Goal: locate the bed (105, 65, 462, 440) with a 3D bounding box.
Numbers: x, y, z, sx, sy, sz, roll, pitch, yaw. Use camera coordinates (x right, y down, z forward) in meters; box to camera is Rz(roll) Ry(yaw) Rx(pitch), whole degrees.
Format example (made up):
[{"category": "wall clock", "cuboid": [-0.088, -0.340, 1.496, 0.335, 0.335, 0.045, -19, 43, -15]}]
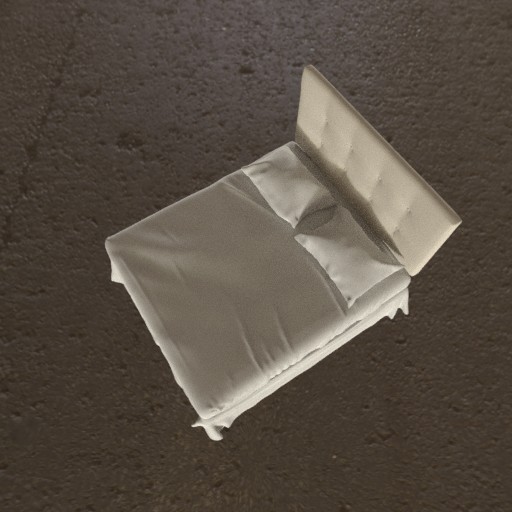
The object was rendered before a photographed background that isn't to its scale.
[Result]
[{"category": "bed", "cuboid": [0.000, 0.000, 3.524, 2.222, 1.577, 1.936, -30, 69, -13]}]
